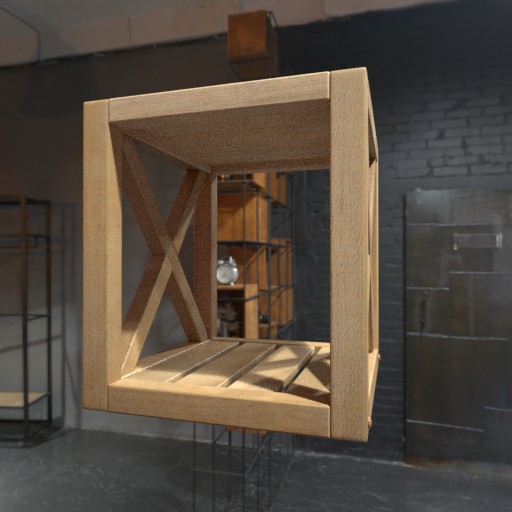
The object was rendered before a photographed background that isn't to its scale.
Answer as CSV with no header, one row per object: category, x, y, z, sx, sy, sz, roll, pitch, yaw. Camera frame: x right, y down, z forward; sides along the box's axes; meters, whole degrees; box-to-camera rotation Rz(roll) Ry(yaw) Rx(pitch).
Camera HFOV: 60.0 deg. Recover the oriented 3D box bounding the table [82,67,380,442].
table,0.000,0.000,1.062,0.558,0.610,0.559,0,-1,17
